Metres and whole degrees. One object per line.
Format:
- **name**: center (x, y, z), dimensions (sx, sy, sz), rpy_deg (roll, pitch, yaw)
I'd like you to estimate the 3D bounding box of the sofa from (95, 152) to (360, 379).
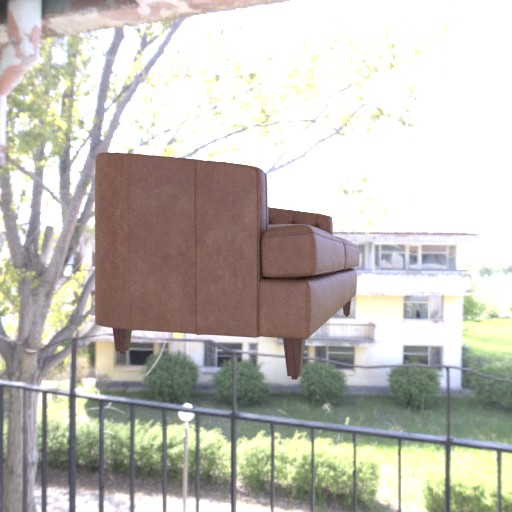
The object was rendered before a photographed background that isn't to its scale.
- **sofa**: center (0.000, 0.000, 2.272), dimensions (0.914, 0.786, 1.755), rpy_deg (0, 0, 17)
